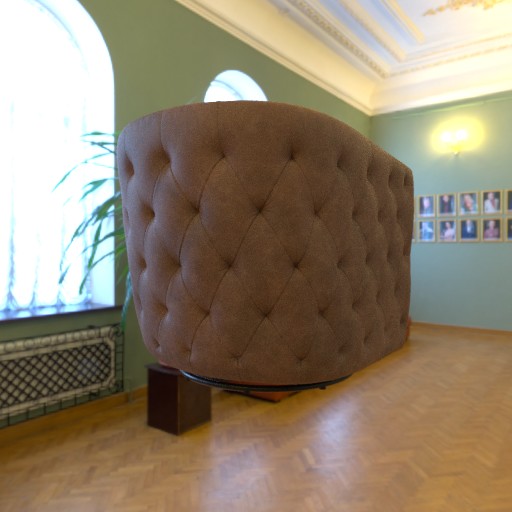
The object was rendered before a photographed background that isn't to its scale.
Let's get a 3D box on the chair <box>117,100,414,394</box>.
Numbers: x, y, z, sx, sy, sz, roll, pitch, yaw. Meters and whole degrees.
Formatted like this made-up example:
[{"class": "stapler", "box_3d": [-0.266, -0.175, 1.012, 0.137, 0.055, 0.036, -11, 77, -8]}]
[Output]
[{"class": "chair", "box_3d": [0.000, 0.000, 1.522, 0.850, 0.790, 0.870, 0, 1, 35]}]
